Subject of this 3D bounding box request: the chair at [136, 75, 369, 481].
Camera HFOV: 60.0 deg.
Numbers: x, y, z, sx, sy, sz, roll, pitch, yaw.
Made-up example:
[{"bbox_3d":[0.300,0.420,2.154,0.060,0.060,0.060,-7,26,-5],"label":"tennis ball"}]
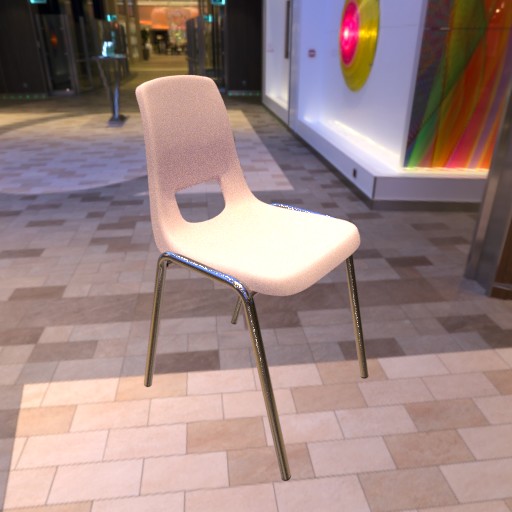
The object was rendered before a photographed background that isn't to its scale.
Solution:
[{"bbox_3d":[0.000,0.000,0.953,0.436,0.704,0.381,18,31,33],"label":"chair"}]
